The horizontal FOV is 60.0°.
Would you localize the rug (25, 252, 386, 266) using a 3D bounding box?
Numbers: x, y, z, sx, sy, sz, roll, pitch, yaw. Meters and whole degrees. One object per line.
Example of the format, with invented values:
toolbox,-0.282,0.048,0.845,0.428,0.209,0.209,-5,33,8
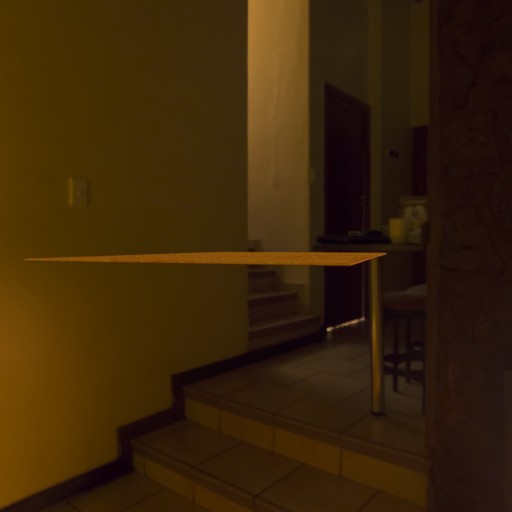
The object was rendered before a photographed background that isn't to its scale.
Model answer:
rug,0.000,0.000,2.320,1.213,0.010,1.829,0,1,20
